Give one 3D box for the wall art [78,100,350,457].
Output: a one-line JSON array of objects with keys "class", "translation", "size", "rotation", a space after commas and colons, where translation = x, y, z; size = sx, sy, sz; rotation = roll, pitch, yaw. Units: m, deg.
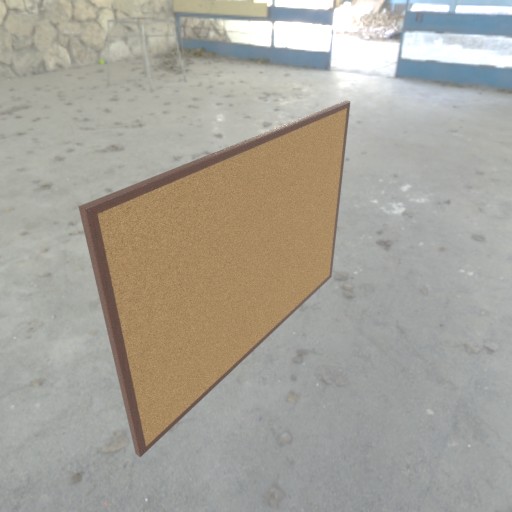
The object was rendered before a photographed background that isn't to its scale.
[{"class": "wall art", "translation": [0.000, 0.000, 0.845], "size": [0.014, 0.455, 0.660], "rotation": [21, 38, 31]}]
